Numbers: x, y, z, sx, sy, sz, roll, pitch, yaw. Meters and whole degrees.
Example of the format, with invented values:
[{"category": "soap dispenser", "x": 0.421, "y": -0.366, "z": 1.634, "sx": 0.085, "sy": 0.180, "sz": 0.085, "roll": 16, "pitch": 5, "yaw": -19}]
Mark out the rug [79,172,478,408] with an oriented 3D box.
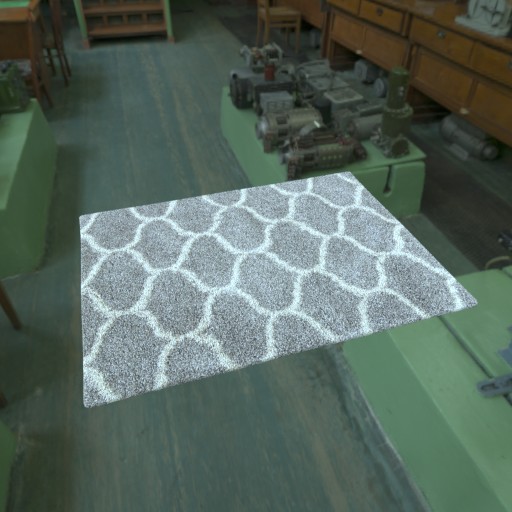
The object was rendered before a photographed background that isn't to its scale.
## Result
[{"category": "rug", "x": 0.000, "y": 0.000, "z": 2.122, "sx": 1.600, "sy": 0.025, "sz": 1.200, "roll": -11, "pitch": 41, "yaw": -14}]
